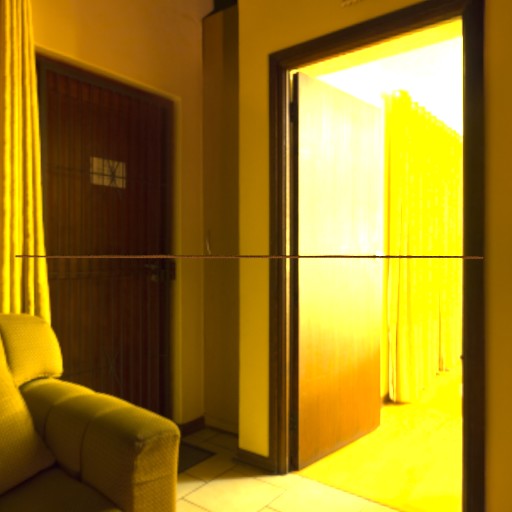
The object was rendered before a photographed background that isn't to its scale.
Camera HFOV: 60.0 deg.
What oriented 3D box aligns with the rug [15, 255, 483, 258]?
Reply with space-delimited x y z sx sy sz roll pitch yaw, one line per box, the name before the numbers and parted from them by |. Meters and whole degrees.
rug | 0.000 0.000 2.911 2.436 0.015 1.521 0 0 17
